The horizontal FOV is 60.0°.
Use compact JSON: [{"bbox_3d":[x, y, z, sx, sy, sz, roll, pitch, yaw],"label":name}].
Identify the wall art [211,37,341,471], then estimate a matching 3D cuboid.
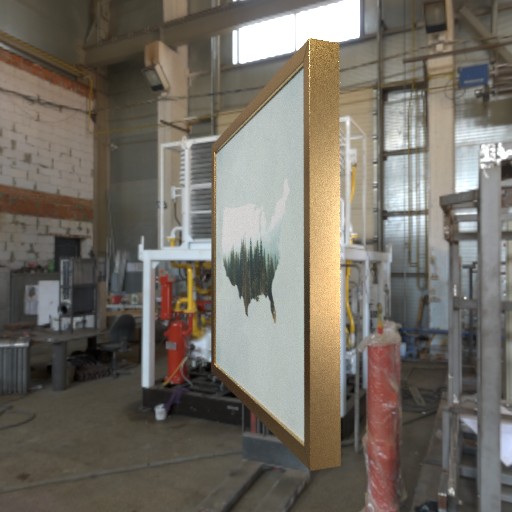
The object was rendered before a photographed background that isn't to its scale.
[{"bbox_3d":[0.000,0.000,0.767,0.040,0.509,0.509,0,-1,-19],"label":"wall art"}]
